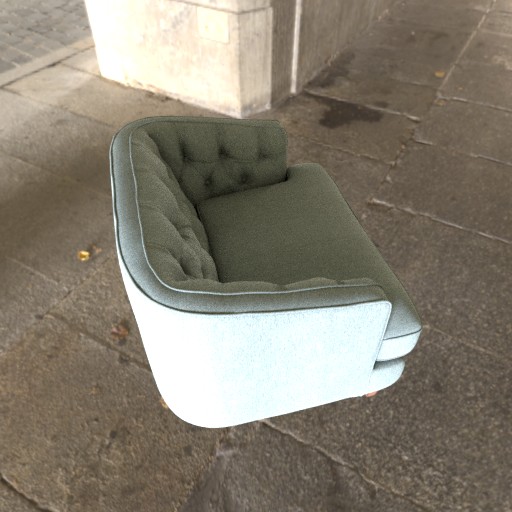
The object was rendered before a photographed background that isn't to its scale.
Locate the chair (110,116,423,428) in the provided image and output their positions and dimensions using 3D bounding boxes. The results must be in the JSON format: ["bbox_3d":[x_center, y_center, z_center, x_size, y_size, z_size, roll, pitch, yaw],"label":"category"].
[{"bbox_3d":[0.000,0.000,1.762,0.945,0.852,1.094,-11,47,-10],"label":"chair"}]
